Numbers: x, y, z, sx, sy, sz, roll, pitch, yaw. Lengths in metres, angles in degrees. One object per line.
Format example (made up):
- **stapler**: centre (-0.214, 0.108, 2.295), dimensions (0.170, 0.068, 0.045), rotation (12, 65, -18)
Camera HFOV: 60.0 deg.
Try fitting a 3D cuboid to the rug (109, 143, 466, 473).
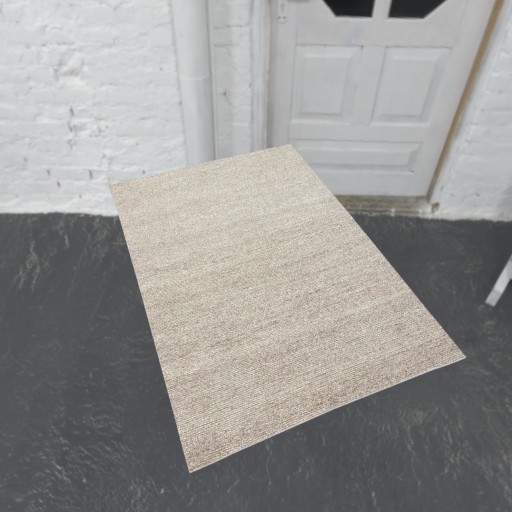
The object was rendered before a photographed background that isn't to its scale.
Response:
- **rug**: centre (0.000, 0.000, 3.009), dimensions (1.609, 0.030, 2.342), rotation (-16, 49, -15)
